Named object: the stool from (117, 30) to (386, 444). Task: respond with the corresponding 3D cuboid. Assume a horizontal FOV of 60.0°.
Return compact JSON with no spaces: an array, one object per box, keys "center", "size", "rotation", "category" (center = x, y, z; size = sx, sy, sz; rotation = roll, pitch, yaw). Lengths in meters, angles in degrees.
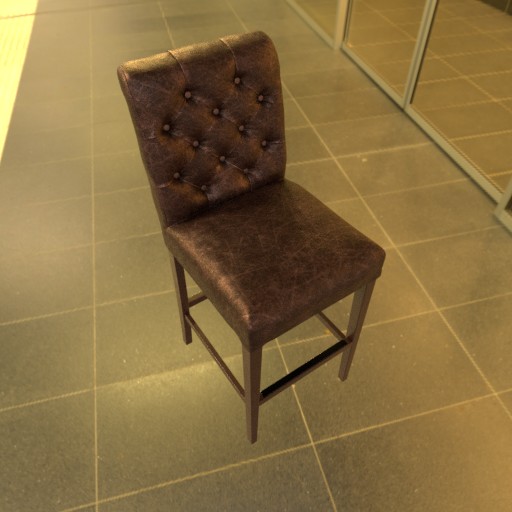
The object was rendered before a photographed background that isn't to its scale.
[{"center":[0.000,0.000,1.463],"size":[0.483,1.168,0.659],"rotation":[-26,51,-23],"category":"stool"}]
